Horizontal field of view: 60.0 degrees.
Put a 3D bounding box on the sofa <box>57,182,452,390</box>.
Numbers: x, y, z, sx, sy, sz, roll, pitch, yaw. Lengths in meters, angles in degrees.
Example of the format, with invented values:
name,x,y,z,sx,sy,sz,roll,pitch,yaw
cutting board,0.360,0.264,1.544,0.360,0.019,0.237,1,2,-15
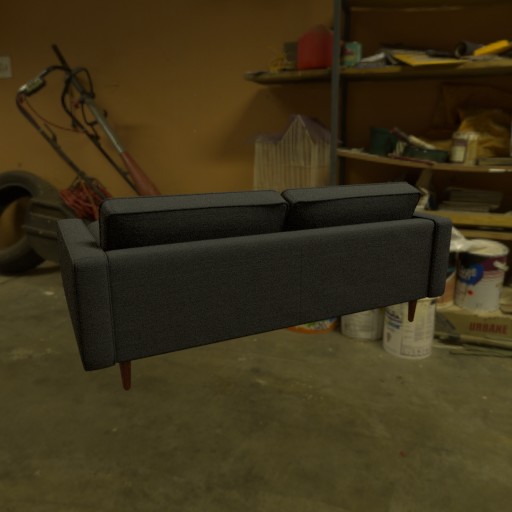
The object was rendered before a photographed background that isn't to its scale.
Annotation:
name,x,y,z,sx,sy,sz,roll,pitch,yaw
sofa,0.000,0.000,2.353,1.875,0.759,0.914,-7,16,-26
